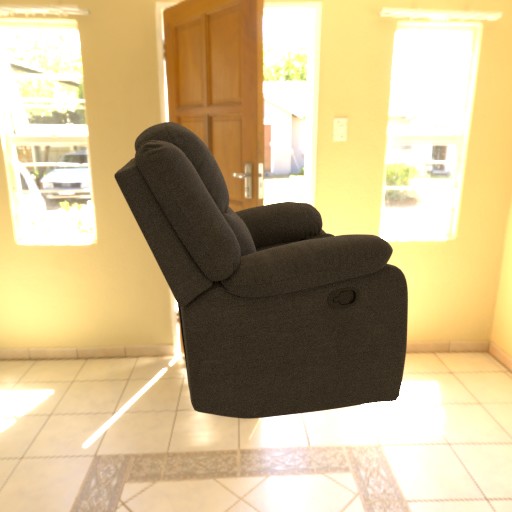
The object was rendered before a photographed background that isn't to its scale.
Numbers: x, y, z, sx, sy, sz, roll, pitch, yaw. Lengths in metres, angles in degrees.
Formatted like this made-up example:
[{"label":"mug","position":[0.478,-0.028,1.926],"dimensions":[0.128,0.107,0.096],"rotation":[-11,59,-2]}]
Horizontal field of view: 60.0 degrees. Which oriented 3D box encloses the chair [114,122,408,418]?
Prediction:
[{"label":"chair","position":[0.000,0.000,1.746],"dimensions":[0.944,1.008,0.899],"rotation":[-3,16,-11]}]
